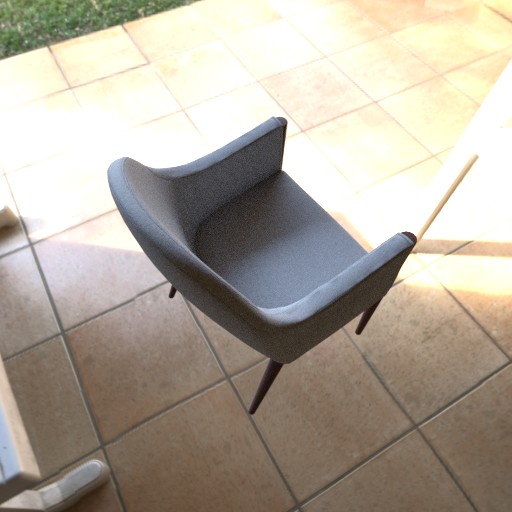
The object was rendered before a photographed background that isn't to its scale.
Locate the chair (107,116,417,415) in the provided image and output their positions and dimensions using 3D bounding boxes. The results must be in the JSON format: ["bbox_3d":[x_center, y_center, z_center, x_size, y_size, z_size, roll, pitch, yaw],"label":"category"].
[{"bbox_3d":[0.000,0.000,1.301,0.620,0.889,0.610,-32,63,-18],"label":"chair"}]
